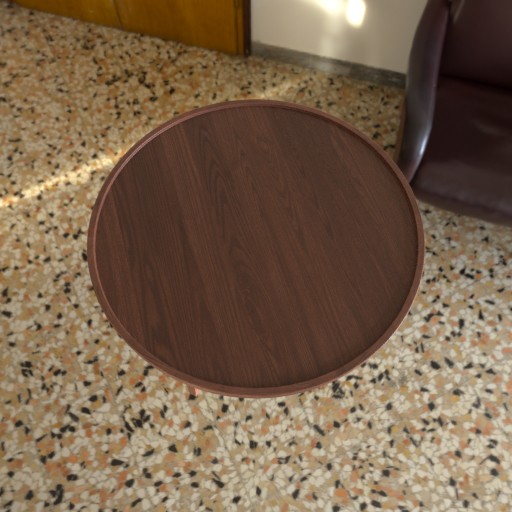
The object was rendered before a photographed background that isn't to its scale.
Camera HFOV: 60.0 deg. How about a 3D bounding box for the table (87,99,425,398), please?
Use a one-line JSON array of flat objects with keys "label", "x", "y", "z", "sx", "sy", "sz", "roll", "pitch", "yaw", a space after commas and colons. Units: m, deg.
[{"label": "table", "x": 0.000, "y": 0.000, "z": 1.224, "sx": 0.800, "sy": 0.360, "sz": 0.800, "roll": 0, "pitch": 64, "yaw": 0}]
